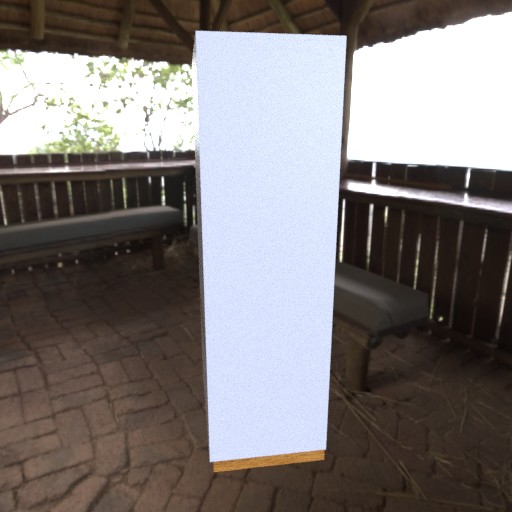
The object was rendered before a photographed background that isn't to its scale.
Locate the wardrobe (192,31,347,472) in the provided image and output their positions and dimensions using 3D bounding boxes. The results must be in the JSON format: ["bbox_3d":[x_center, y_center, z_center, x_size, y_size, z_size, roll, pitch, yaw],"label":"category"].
[{"bbox_3d":[0.000,0.000,2.413,0.600,2.040,0.860,-2,16,-9],"label":"wardrobe"}]
